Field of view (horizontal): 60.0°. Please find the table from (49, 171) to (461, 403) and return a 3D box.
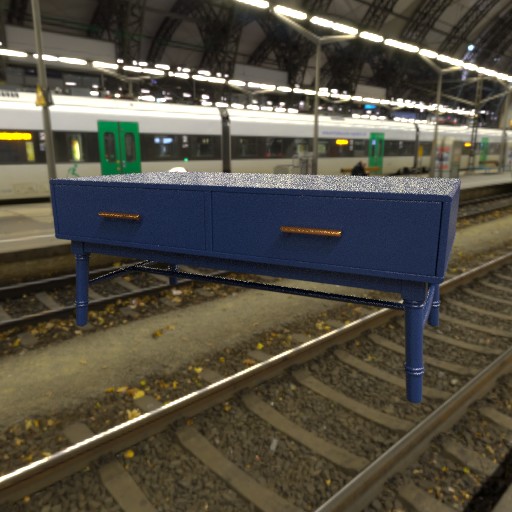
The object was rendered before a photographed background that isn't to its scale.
[{"bbox_3d":[0.000,0.000,1.333,1.067,0.457,0.572,6,15,25],"label":"table"}]
